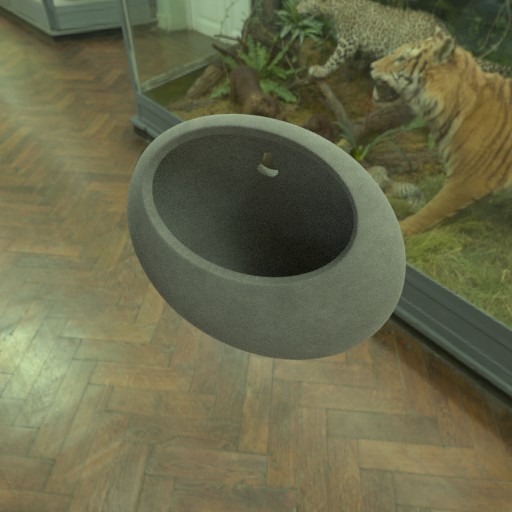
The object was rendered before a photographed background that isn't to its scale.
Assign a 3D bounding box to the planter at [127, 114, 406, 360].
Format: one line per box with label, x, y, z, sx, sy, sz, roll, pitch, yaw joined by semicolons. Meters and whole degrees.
planter;0.000;0.000;0.288;0.185;0.188;0.071;14;43;15
